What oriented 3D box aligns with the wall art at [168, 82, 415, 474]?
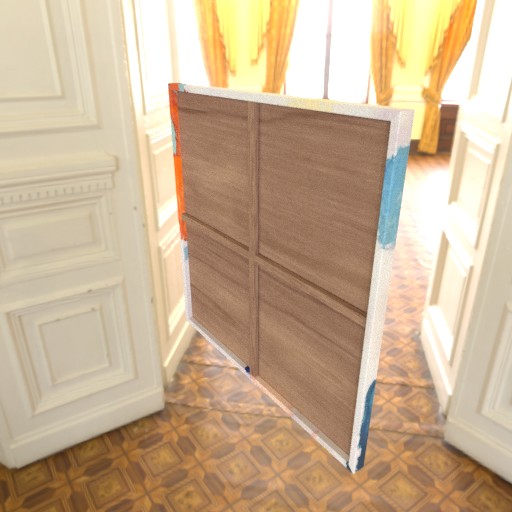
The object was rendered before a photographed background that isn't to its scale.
[{"bbox_3d":[0.000,0.000,1.171,0.037,0.814,0.814,-17,30,-33],"label":"wall art"}]
